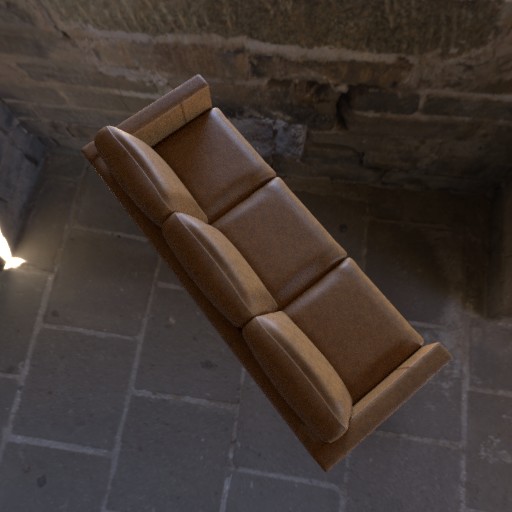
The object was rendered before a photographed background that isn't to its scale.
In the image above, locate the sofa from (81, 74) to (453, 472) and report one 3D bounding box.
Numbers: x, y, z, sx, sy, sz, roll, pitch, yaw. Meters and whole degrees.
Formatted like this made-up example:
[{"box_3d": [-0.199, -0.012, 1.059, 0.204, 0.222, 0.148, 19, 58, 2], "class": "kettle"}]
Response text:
[{"box_3d": [0.000, 0.000, 2.664, 0.903, 0.930, 2.231, -37, 77, -10], "class": "sofa"}]
